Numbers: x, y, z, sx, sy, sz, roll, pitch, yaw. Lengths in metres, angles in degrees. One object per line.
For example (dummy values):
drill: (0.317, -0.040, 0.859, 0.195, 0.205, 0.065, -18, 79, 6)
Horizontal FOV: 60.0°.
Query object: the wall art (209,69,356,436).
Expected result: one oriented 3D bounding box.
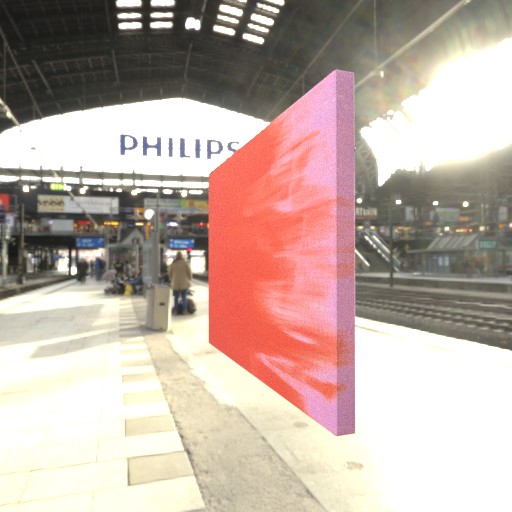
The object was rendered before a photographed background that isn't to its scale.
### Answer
wall art: (0.000, 0.000, 1.167, 0.040, 0.609, 0.913, 0, -1, -19)
